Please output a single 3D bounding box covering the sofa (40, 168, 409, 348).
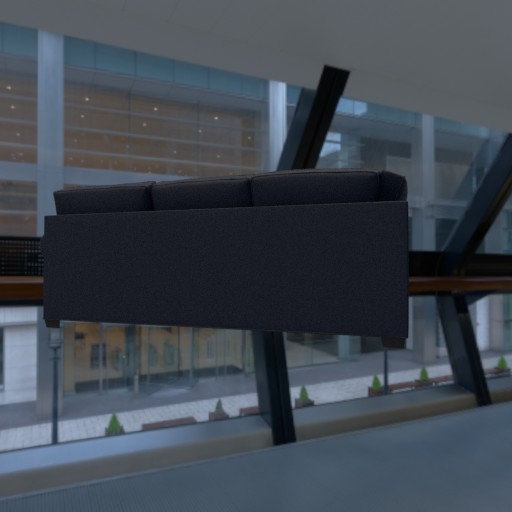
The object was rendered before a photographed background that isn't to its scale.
[{"bbox_3d":[0.000,0.000,3.961,2.562,1.042,2.487,0,-1,19],"label":"sofa"}]
